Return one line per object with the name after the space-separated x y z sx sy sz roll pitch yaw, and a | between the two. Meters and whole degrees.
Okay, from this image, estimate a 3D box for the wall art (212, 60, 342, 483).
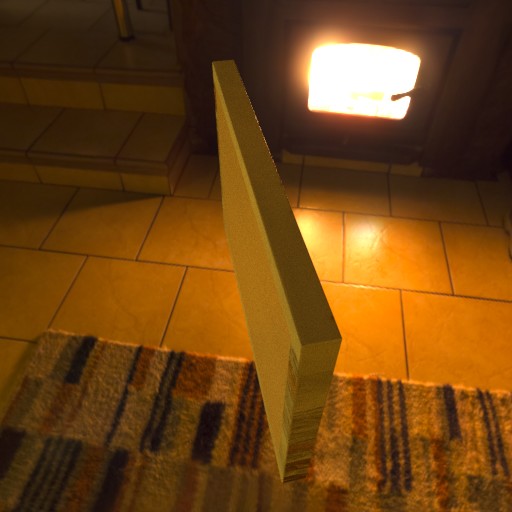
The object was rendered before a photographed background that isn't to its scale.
0.000 0.000 0.755 0.041 0.407 0.606 -9 48 -8 | wall art
